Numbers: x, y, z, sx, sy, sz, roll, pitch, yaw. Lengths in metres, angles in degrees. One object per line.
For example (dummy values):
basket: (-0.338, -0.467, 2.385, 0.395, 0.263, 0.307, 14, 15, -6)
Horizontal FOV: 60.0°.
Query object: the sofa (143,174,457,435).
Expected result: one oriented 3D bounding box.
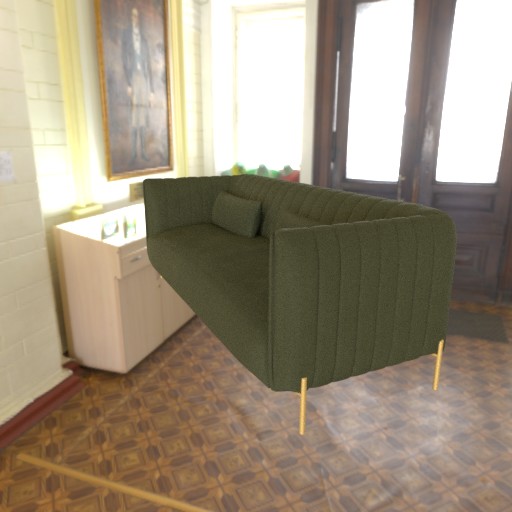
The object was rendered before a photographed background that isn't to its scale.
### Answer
sofa: (0.000, 0.000, 2.607, 0.896, 0.793, 2.137, -7, 17, -25)
